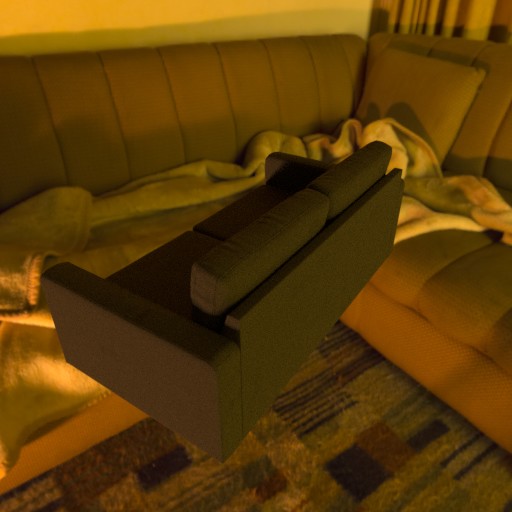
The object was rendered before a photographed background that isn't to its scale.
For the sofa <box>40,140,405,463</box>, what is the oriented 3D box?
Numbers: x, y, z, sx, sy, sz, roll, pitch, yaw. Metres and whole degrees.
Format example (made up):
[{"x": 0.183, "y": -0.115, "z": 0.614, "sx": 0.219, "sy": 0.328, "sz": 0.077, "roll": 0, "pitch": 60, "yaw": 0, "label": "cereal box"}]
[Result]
[{"x": 0.000, "y": 0.000, "z": 2.215, "sx": 0.889, "sy": 0.897, "sz": 1.730, "roll": 20, "pitch": 37, "yaw": 28, "label": "sofa"}]
